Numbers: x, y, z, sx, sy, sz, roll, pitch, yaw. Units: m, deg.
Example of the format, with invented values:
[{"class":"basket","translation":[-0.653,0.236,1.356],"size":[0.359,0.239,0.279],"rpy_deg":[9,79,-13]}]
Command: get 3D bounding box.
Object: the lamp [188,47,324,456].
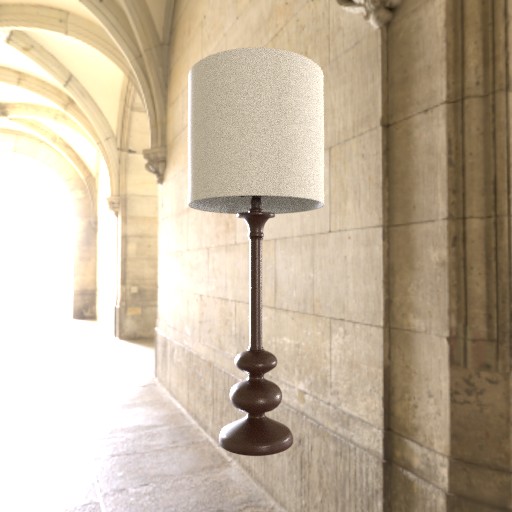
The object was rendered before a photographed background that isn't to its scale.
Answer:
[{"class":"lamp","translation":[0.000,0.000,0.832],"size":[0.254,0.690,0.254],"rpy_deg":[0,-2,19]}]
